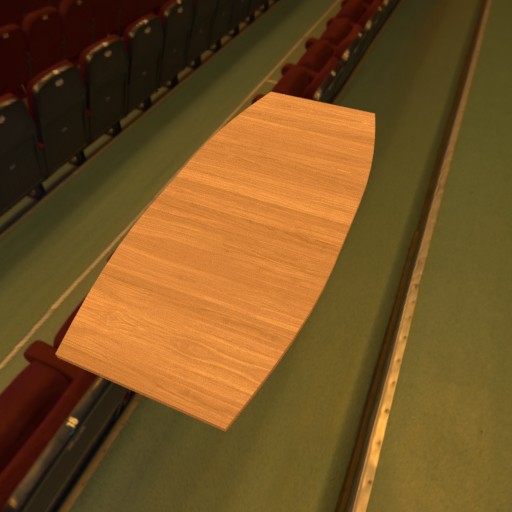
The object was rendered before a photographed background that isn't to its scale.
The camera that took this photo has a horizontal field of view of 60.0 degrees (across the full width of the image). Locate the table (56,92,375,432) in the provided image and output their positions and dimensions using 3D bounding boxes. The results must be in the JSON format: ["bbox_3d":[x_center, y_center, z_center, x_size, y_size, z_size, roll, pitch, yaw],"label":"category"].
[{"bbox_3d":[0.000,0.000,2.377,0.900,0.750,2.032,18,50,15],"label":"table"}]
